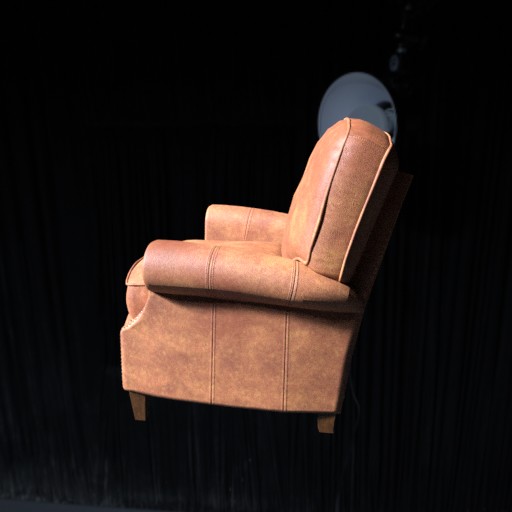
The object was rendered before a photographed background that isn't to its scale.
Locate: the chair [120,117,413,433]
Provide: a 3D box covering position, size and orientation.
[{"bbox_3d":[0.000,0.000,1.717,0.986,1.018,0.936,2,15,7],"label":"chair"}]
